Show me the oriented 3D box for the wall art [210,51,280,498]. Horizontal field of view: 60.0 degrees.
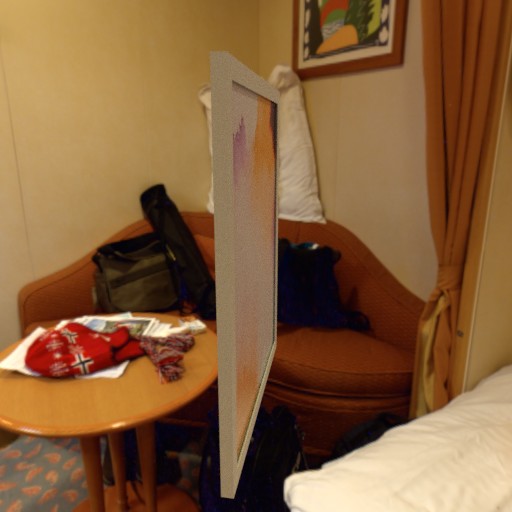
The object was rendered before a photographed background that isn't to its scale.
[{"bbox_3d":[0.000,0.000,1.082,0.026,0.811,0.661,3,16,9],"label":"wall art"}]
